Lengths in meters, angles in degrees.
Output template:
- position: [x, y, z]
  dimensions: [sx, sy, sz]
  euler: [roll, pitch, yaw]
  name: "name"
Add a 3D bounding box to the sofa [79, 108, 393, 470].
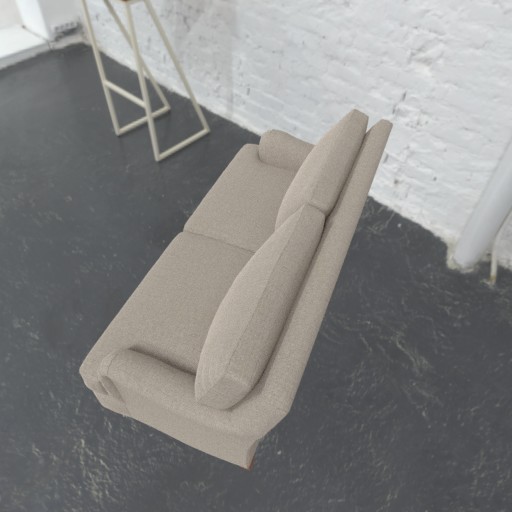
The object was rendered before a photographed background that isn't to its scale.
- position: [0.000, 0.000, 2.692]
  dimensions: [1.087, 1.054, 2.160]
  euler: [17, 50, 15]
  name: "sofa"
